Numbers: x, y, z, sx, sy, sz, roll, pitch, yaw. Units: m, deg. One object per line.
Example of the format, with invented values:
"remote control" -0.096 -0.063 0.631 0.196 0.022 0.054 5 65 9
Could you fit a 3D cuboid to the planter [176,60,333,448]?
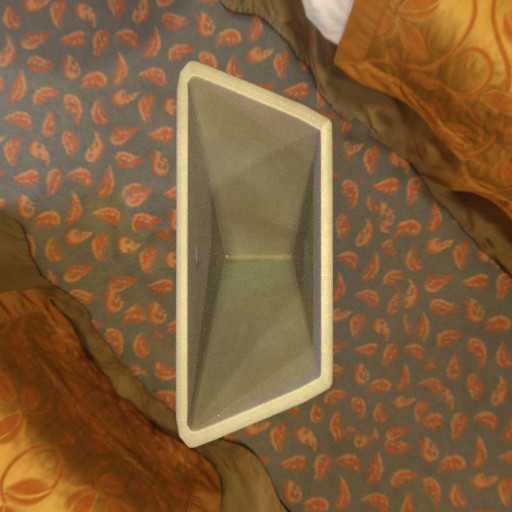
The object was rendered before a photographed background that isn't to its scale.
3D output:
"planter" 0.000 0.000 0.269 0.060 0.197 0.150 0 89 0
